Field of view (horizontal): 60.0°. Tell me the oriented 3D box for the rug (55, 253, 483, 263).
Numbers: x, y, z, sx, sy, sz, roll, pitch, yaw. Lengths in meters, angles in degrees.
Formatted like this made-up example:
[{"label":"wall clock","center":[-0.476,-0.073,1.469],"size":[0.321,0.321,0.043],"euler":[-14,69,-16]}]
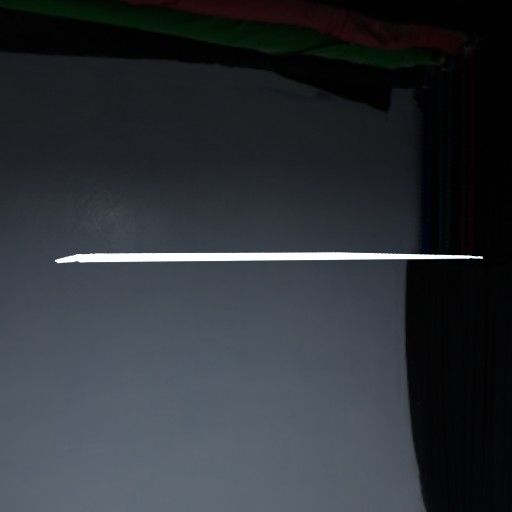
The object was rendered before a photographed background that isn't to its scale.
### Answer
[{"label":"rug","center":[0.000,0.000,2.376],"size":[1.872,0.013,1.243],"euler":[0,1,-18]}]
